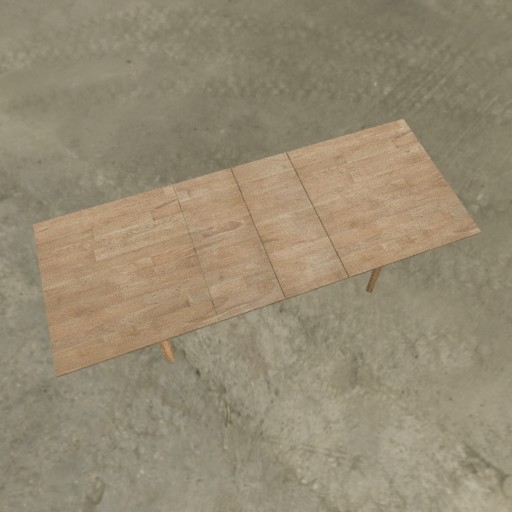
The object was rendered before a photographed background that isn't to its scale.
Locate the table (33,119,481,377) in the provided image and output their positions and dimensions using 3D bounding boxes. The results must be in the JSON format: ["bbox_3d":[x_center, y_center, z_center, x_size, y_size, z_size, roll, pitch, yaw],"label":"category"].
[{"bbox_3d":[0.000,0.000,3.088,2.603,0.752,1.000,-18,64,-9],"label":"table"}]
